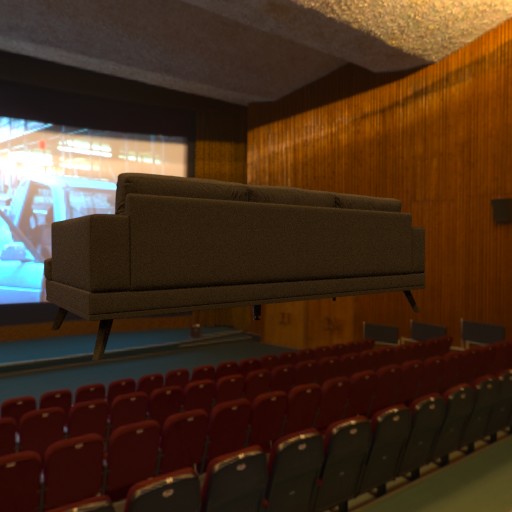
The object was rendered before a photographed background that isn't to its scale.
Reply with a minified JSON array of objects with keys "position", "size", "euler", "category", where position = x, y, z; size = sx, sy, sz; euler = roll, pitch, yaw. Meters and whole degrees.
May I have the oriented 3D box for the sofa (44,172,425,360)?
[{"position":[0.000,0.000,2.803],"size":[2.310,0.810,0.920],"euler":[-1,2,-36],"category":"sofa"}]
